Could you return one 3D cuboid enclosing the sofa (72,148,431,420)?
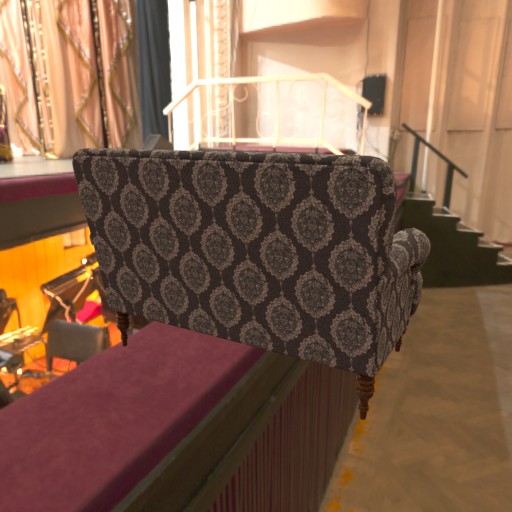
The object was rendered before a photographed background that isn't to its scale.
[{"bbox_3d":[0.000,0.000,1.819,1.297,0.867,0.779,9,18,28],"label":"sofa"}]
